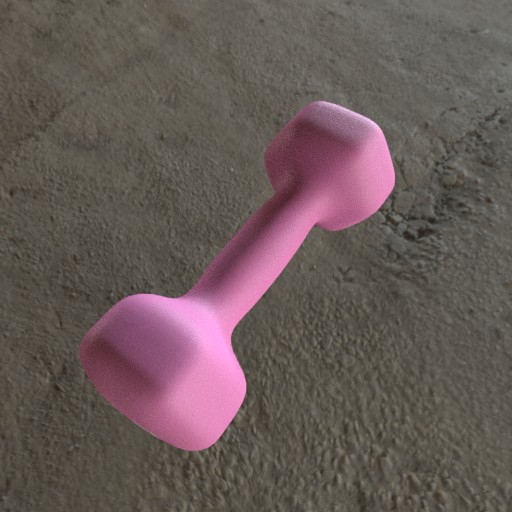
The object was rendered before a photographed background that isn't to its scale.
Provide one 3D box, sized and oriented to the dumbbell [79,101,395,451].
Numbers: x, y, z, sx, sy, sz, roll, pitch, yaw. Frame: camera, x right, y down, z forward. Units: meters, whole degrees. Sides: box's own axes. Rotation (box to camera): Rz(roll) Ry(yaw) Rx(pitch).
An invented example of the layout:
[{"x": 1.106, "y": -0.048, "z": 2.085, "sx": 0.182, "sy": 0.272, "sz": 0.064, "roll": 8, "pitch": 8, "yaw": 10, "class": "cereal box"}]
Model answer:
[{"x": 0.000, "y": 0.000, "z": 0.188, "sx": 0.064, "sy": 0.058, "sz": 0.159, "roll": 31, "pitch": 63, "yaw": 18, "class": "dumbbell"}]
